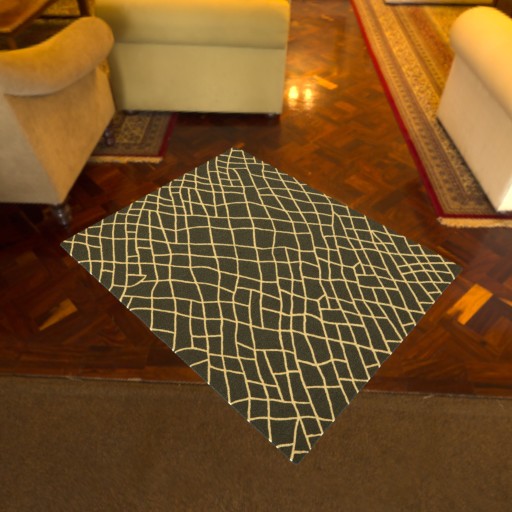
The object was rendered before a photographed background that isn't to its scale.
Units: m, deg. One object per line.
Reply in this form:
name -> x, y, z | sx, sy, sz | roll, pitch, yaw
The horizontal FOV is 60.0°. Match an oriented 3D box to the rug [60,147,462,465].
rug -> 0.000, 0.000, 4.260 | 3.047, 0.022, 2.439 | 34, 55, 29
